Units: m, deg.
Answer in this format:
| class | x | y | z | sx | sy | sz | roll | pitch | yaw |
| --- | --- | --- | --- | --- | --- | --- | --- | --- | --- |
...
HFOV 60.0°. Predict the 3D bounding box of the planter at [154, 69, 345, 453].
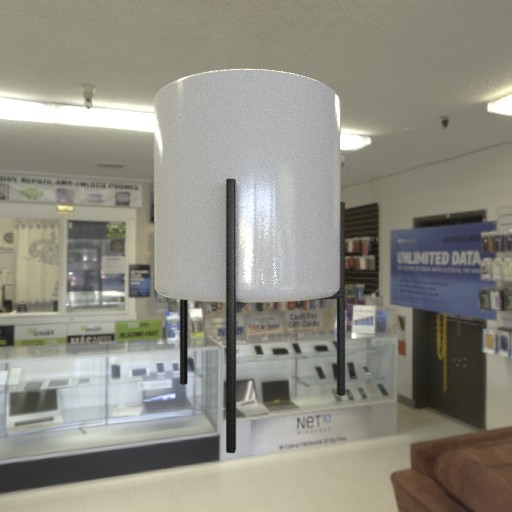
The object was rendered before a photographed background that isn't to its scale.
| class | x | y | z | sx | sy | sz | roll | pitch | yaw |
| --- | --- | --- | --- | --- | --- | --- | --- | --- | --- |
| planter | 0.000 | 0.000 | 0.530 | 0.239 | 0.356 | 0.239 | 0 | 0 | -18 |
